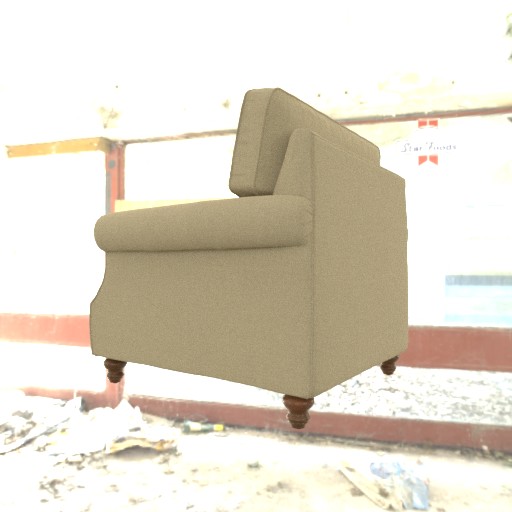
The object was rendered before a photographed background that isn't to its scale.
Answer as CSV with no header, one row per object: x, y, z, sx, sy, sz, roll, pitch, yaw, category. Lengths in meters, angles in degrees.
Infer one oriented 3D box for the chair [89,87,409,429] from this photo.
0.000,0.000,1.759,0.966,0.967,1.029,-1,-1,36,chair
